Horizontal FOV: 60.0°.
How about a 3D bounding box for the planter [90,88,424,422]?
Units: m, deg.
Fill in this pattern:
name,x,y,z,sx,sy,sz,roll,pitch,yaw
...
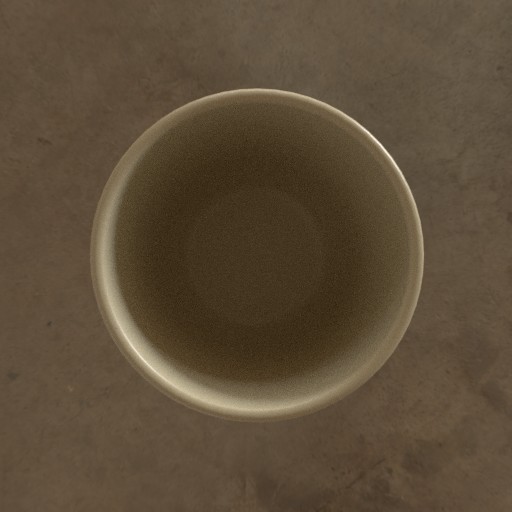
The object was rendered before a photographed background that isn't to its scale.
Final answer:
name,x,y,z,sx,sy,sz,roll,pitch,yaw
planter,0.000,0.000,0.217,0.124,0.109,0.124,0,90,-1
